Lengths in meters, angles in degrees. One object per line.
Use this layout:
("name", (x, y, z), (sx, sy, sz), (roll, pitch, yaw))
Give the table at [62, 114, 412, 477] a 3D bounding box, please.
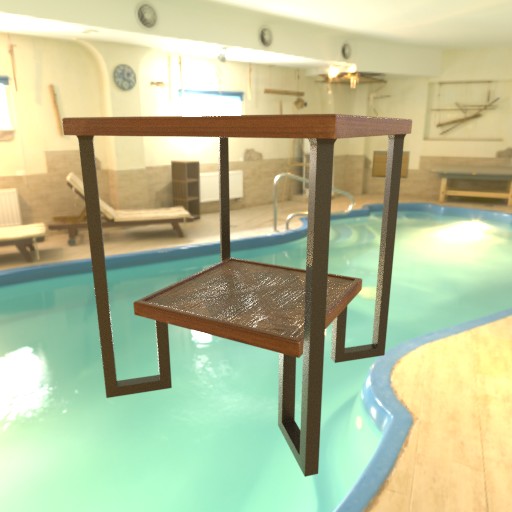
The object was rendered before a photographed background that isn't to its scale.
("table", (0.000, 0.000, 0.951), (0.503, 0.563, 0.503), (9, 18, 28))
